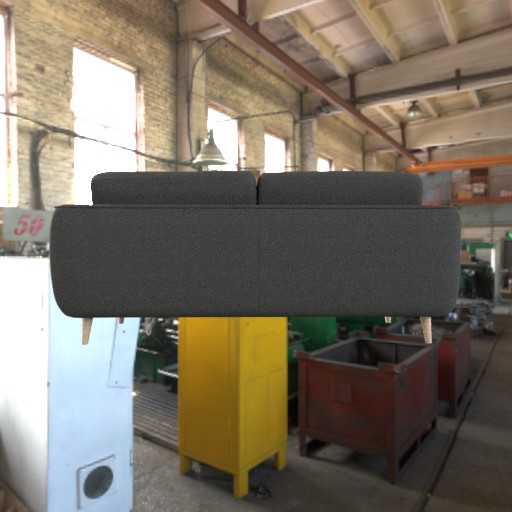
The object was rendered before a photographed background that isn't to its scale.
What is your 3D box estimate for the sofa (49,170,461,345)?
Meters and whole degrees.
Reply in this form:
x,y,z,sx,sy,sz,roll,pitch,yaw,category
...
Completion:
x,y,z,sx,sy,sz,roll,pitch,yaw,category
0.000,0.000,2.471,2.000,0.850,0.920,0,1,-1,sofa
